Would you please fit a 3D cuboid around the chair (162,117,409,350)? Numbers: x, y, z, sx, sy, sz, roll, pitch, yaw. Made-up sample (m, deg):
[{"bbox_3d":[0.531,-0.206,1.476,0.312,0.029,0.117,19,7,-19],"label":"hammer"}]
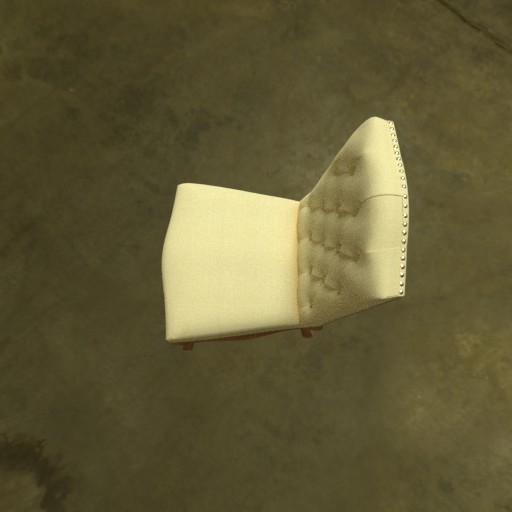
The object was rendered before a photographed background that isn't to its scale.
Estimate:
[{"bbox_3d":[0.000,0.000,1.588,0.715,1.165,0.623,1,75,0],"label":"chair"}]
